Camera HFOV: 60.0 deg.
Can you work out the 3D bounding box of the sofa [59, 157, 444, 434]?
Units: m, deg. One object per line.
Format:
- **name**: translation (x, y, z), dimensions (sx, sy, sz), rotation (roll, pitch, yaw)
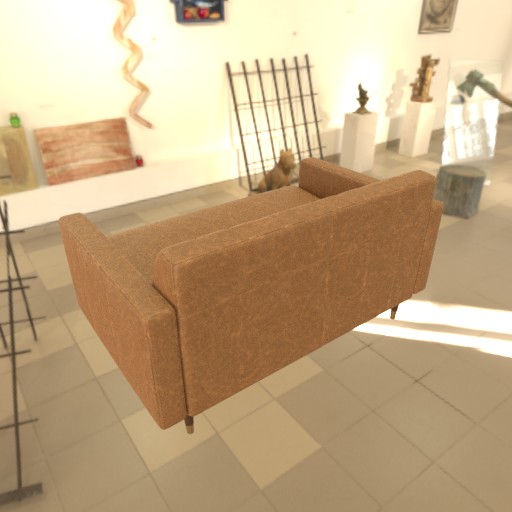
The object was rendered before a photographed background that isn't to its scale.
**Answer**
- **sofa**: translation (0.000, 0.000, 2.145), dimensions (1.549, 0.820, 0.960), rotation (-20, 35, -31)
